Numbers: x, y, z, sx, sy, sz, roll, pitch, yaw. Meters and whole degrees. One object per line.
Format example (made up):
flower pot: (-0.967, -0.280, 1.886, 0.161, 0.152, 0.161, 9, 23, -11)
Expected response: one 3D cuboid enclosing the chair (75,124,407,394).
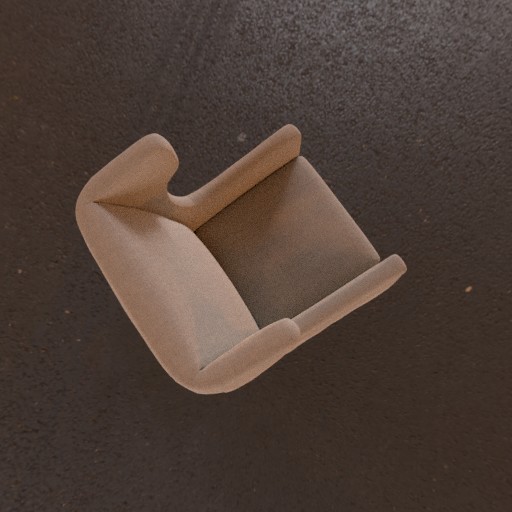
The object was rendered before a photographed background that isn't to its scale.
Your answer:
chair: (0.000, 0.000, 1.711, 0.899, 1.079, 0.778, -34, 78, -8)
